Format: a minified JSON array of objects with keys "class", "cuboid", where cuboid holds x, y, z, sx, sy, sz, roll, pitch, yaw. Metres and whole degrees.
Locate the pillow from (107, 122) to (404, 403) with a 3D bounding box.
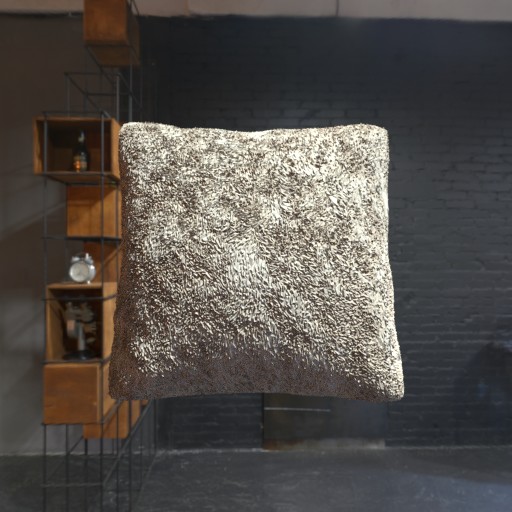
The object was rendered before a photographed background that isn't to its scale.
[{"class":"pillow","cuboid":[0.000,0.000,0.807,0.529,0.515,0.218,0,0,0]}]
